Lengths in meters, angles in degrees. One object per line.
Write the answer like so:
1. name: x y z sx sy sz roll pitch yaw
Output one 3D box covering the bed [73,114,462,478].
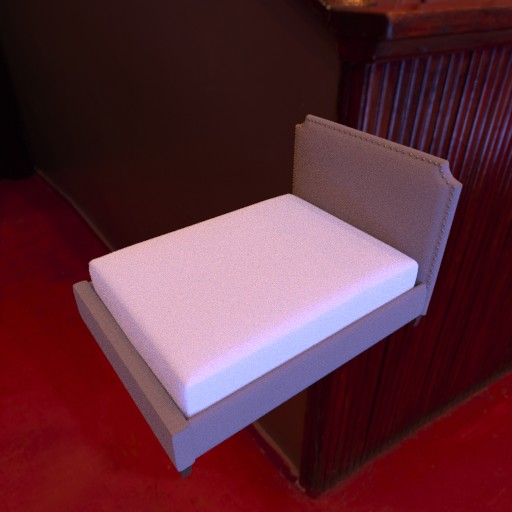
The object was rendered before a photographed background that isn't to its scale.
1. bed: 0.000 0.000 3.381 2.372 1.443 1.713 -22 39 -30
